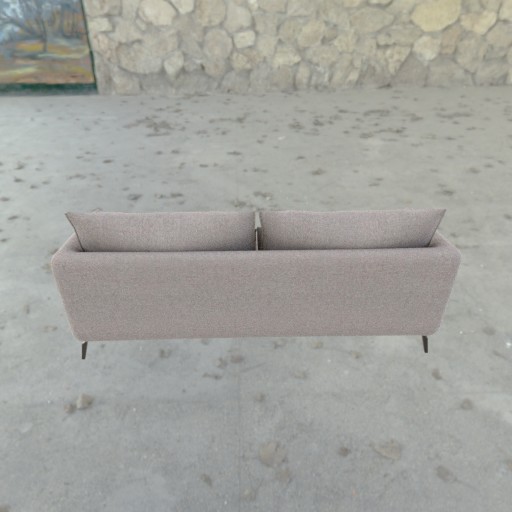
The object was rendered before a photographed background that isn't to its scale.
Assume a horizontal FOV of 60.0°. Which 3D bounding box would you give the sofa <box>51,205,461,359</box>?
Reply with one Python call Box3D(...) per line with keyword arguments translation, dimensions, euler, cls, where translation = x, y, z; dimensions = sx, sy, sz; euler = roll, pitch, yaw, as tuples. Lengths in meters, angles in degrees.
Box3D(translation=(0.000, 0.000, 2.449), dimensions=(2.022, 0.833, 0.809), euler=(-1, 31, -1), cls="sofa")
